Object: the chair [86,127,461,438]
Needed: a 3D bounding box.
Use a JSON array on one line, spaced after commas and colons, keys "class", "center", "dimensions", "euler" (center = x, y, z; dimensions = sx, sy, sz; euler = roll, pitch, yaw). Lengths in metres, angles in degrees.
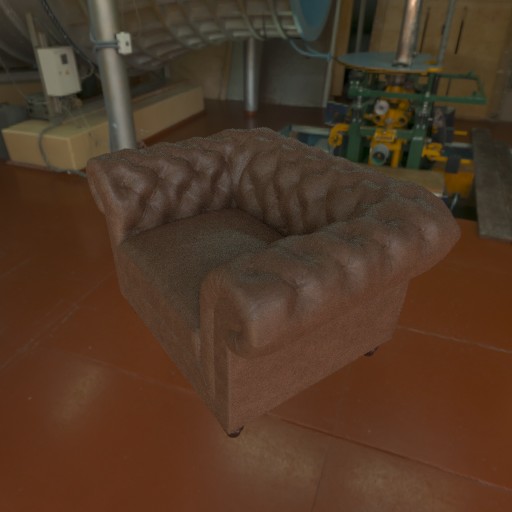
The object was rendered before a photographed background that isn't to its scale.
[{"class": "chair", "center": [0.000, 0.000, 1.859], "dimensions": [0.954, 0.784, 1.298], "euler": [-20, 37, -29]}]
